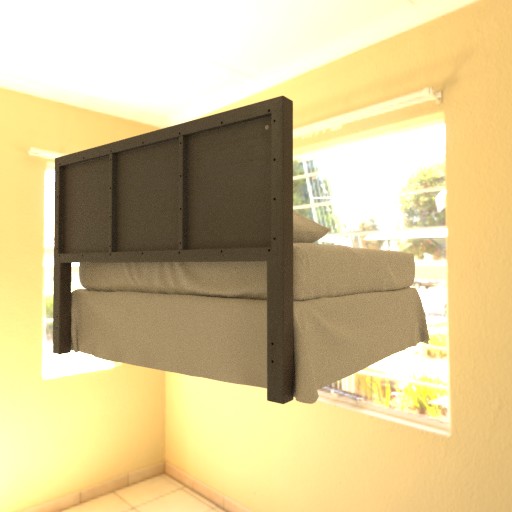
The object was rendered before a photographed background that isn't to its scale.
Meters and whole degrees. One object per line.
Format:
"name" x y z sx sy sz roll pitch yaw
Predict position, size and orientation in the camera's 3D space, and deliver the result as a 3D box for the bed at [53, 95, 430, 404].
"bed" 0.000 0.000 2.822 1.772 1.142 1.785 -1 -2 37
